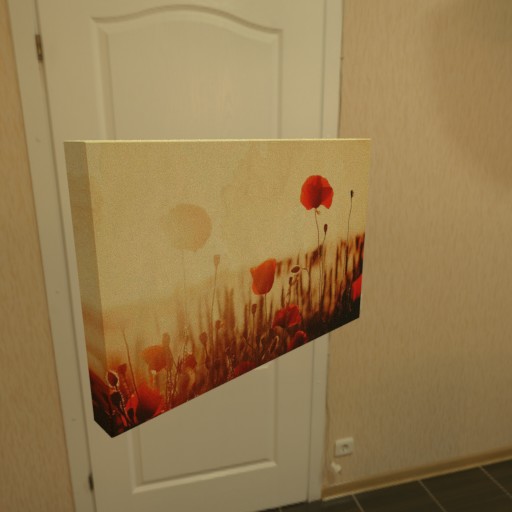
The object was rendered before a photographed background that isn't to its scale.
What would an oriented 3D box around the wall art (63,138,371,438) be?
[{"bbox_3d":[0.000,0.000,0.493,0.383,0.251,0.037,-14,21,-42],"label":"wall art"}]
